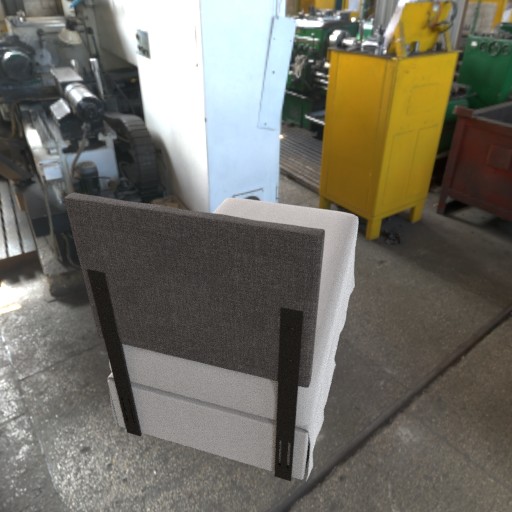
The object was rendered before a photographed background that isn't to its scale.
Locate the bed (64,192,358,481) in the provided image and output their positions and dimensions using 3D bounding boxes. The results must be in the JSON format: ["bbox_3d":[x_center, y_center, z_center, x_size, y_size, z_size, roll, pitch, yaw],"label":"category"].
[{"bbox_3d":[0.000,0.000,2.968,1.261,1.571,1.997,10,34,15],"label":"bed"}]
